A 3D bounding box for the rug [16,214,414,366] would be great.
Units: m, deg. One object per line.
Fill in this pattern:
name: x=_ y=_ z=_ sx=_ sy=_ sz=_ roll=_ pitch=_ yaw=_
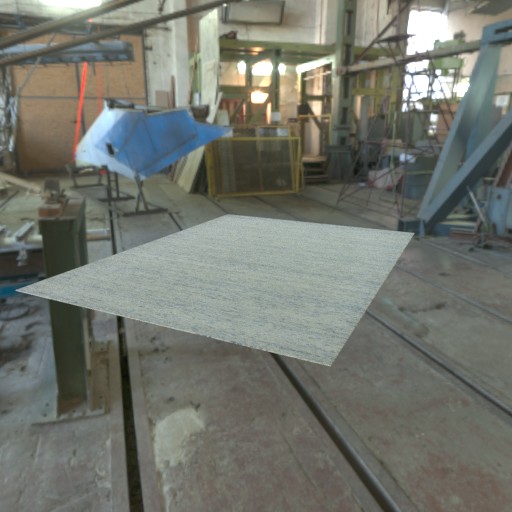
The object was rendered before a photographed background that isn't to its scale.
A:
rug: x=0.000 y=0.000 z=4.177 sx=2.438 sy=0.006 sz=3.197 roll=8 pitch=19 yaw=25
